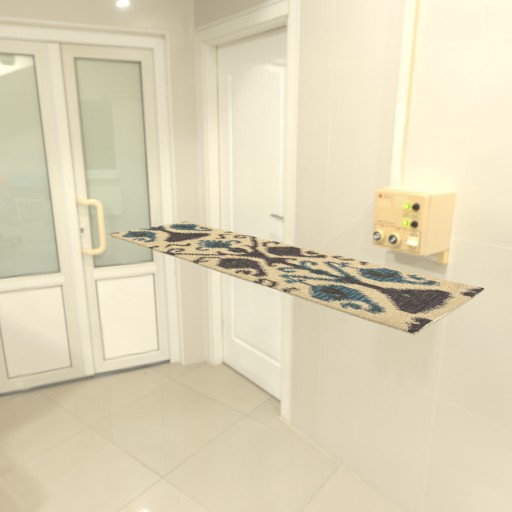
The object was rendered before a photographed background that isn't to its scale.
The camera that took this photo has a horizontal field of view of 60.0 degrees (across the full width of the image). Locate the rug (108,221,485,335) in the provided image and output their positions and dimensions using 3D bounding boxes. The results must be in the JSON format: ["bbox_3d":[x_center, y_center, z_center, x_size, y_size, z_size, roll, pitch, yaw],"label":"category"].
[{"bbox_3d":[0.000,0.000,2.587,0.692,0.017,2.301,-15,21,-43],"label":"rug"}]
